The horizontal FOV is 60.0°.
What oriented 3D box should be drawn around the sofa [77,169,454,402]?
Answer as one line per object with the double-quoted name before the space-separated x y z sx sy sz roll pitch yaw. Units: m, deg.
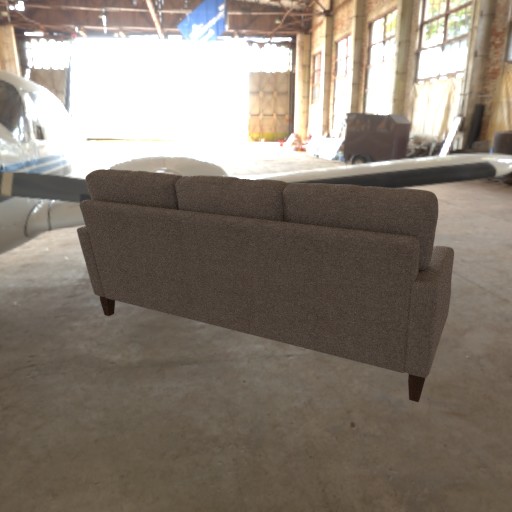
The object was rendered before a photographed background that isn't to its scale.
"sofa" 0.000 0.000 2.642 2.115 0.984 0.888 9 19 28
